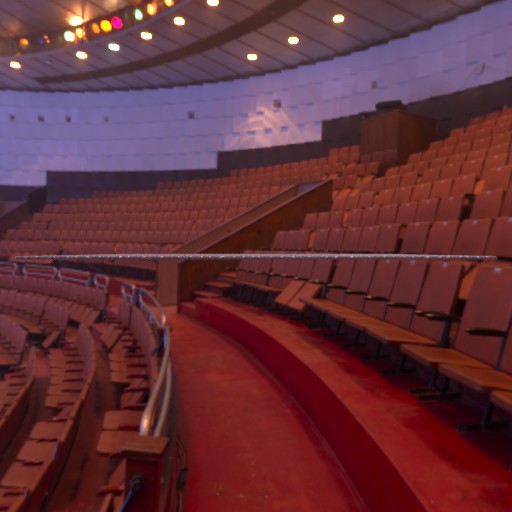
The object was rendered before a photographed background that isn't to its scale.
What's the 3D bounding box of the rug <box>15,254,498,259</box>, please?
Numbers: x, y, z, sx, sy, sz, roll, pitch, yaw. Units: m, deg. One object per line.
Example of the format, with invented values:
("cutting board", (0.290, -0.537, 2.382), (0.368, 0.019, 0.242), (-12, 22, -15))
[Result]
("rug", (0.000, 0.000, 2.737), (2.144, 0.015, 1.543), (0, 1, 0))
